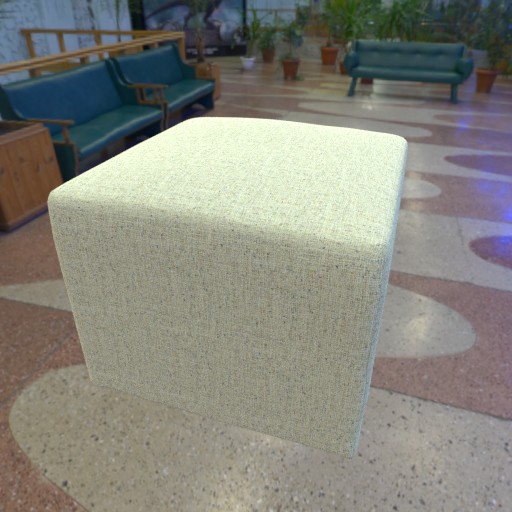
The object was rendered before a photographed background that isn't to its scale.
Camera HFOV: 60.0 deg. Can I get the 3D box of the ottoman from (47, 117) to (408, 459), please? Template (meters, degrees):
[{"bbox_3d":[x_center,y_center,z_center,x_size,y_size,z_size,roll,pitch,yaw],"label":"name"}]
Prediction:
[{"bbox_3d":[0.000,0.000,0.887,0.512,0.453,0.521,10,32,16],"label":"ottoman"}]
